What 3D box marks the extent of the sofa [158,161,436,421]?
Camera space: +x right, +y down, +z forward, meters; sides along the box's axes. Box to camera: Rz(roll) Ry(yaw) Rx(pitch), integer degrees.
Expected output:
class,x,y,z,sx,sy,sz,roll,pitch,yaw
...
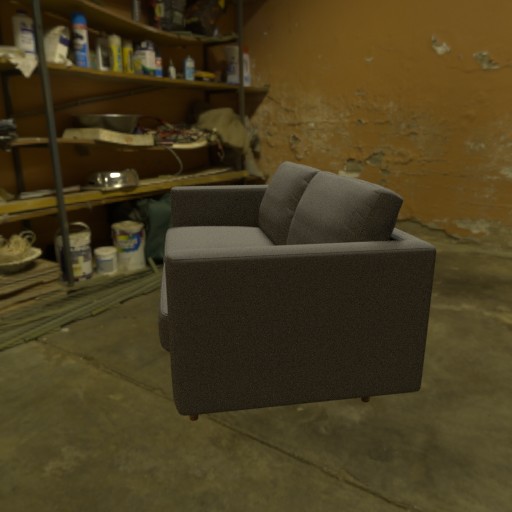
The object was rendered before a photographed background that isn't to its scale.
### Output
class,x,y,z,sx,sy,sz,roll,pitch,yaw
sofa,0.000,0.000,2.259,0.940,0.866,1.713,-3,16,-10
